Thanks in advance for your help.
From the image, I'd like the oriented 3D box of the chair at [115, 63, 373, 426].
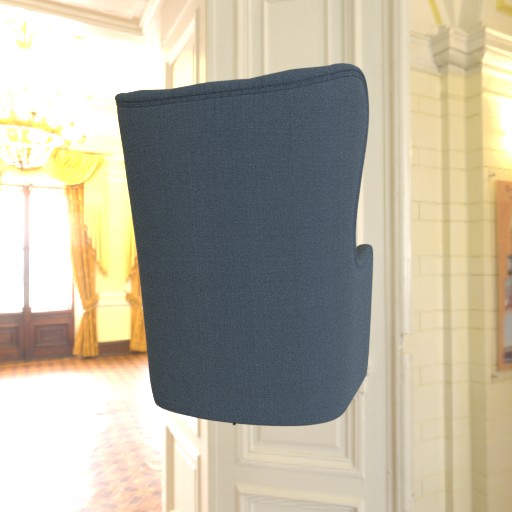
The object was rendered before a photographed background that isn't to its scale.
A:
[{"bbox_3d":[0.000,0.000,1.640,0.831,1.079,0.930,0,-1,18],"label":"chair"}]
